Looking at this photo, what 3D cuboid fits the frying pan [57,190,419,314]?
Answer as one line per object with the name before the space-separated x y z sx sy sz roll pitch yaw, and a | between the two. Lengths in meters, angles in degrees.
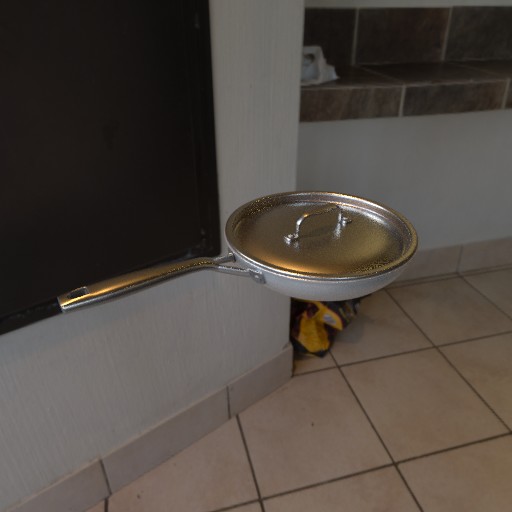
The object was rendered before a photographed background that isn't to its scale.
frying pan | 0.000 0.000 0.589 0.490 0.086 0.272 -18 35 -28
